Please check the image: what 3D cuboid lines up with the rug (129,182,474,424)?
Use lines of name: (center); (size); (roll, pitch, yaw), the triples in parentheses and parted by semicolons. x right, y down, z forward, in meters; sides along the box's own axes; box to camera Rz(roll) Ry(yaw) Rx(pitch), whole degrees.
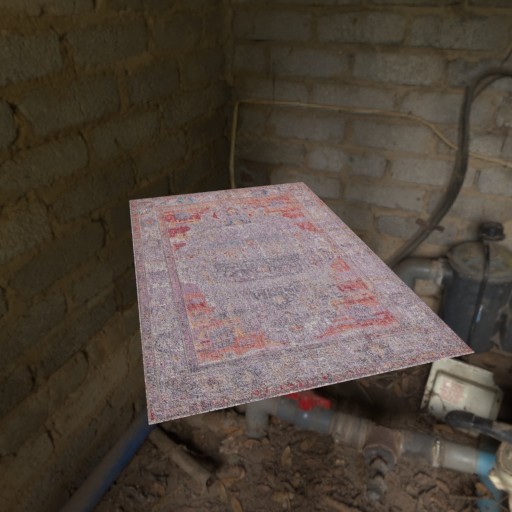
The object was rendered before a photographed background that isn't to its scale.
rug: (0.000, 0.000, 2.305); (1.219, 0.005, 1.829); (-8, 32, -13)
